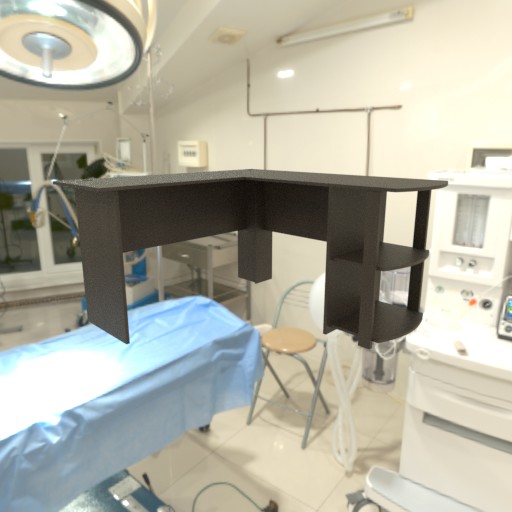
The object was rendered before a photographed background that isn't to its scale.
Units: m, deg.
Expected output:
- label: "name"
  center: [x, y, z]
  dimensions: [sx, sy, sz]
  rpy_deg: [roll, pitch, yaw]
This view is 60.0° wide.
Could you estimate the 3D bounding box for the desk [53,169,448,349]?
- label: "desk"
  center: [0.000, 0.000, 2.131]
  dimensions: [1.361, 0.716, 1.303]
  rpy_deg: [14, 20, 43]
